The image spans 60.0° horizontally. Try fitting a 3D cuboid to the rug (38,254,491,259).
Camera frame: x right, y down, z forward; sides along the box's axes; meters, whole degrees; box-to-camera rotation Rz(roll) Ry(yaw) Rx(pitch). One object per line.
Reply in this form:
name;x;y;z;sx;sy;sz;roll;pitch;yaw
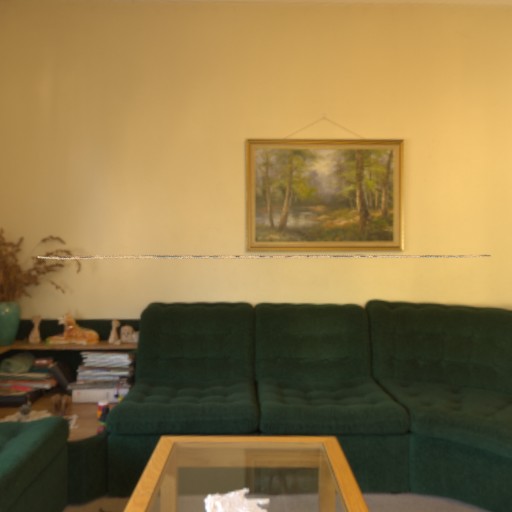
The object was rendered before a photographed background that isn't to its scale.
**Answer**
rug;0.000;0.000;2.069;1.698;0.013;1.072;0;0;-18
